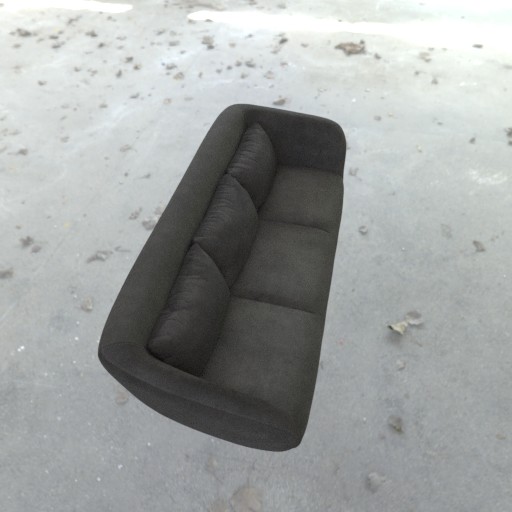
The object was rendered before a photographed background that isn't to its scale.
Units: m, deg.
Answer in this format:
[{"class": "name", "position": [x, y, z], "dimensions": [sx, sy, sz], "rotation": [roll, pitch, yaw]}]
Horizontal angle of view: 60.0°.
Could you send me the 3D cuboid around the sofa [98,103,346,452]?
[{"class": "sofa", "position": [0.000, 0.000, 2.714], "dimensions": [0.956, 0.875, 2.296], "rotation": [10, 48, 9]}]
